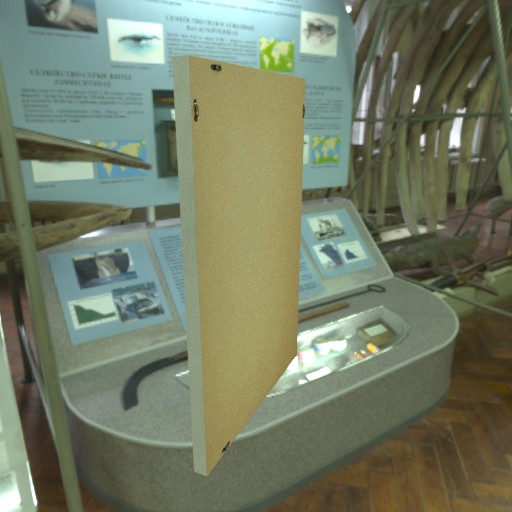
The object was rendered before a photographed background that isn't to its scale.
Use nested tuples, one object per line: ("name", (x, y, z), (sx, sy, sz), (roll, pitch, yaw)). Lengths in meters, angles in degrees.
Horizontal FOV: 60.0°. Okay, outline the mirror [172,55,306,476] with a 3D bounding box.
("mirror", (0.000, 0.000, 1.176), (0.041, 0.915, 0.609), (8, 20, 24))
